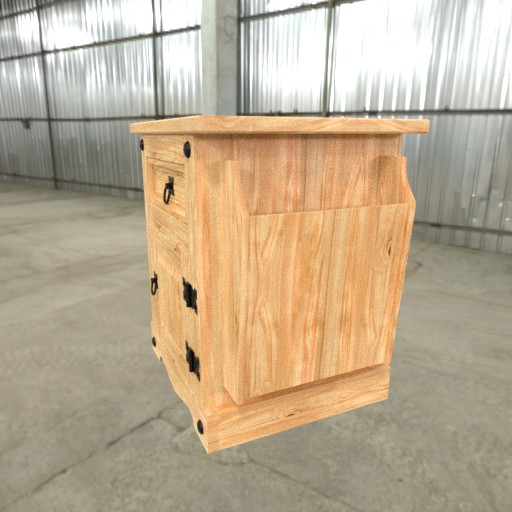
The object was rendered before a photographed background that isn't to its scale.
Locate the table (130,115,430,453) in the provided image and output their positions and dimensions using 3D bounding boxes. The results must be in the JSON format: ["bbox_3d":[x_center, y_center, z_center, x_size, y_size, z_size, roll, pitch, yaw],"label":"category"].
[{"bbox_3d":[0.000,0.000,0.888,0.380,0.515,0.530,-7,17,-24],"label":"table"}]
